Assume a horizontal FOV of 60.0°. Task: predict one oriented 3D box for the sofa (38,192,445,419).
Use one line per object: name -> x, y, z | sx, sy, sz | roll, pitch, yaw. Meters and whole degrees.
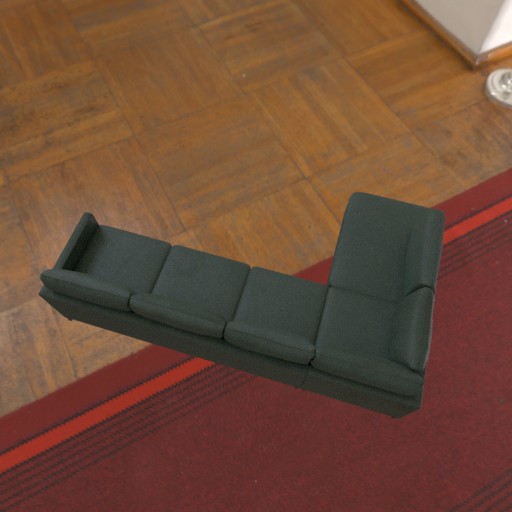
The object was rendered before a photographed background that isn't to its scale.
sofa -> 0.000, 0.000, 4.315 | 3.384, 0.996, 2.048 | 15, 64, 7
